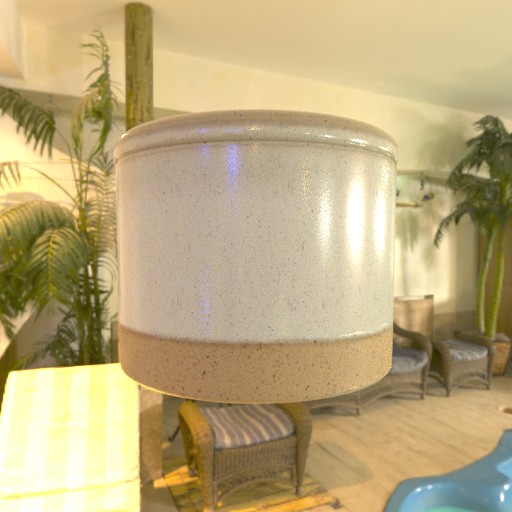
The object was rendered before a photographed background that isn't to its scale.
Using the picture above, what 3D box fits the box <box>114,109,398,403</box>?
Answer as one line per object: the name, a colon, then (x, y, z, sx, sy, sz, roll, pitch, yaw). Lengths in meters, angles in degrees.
box: (0.000, 0.000, 0.253, 0.154, 0.123, 0.154, 0, 1, 0)
